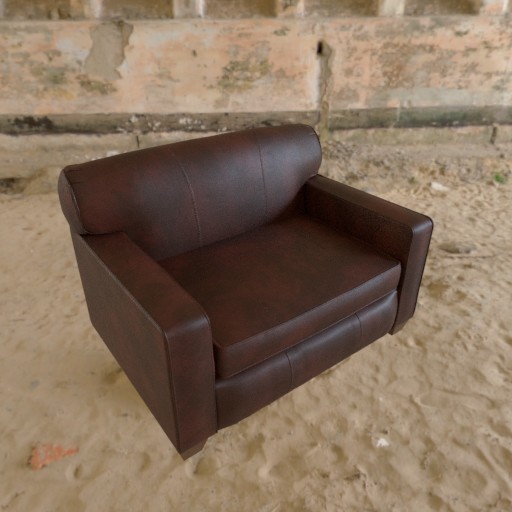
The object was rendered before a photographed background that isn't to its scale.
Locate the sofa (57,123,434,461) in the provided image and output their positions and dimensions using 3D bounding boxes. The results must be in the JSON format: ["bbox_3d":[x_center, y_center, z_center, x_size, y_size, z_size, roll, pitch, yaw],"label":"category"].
[{"bbox_3d":[0.000,0.000,2.079,1.413,0.956,1.000,-20,35,-31],"label":"sofa"}]
